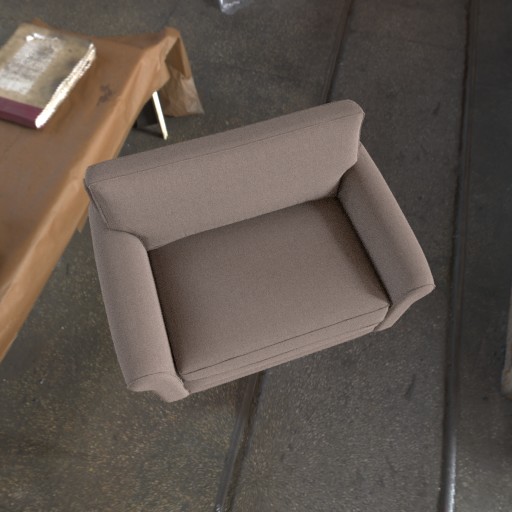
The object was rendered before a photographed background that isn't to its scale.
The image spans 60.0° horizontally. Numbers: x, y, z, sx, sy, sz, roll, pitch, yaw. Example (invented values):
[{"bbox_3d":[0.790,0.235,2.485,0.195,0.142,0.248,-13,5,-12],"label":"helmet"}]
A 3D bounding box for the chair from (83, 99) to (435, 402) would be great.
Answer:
[{"bbox_3d":[0.000,0.000,2.092,1.390,0.930,0.930,-17,65,-8],"label":"chair"}]
